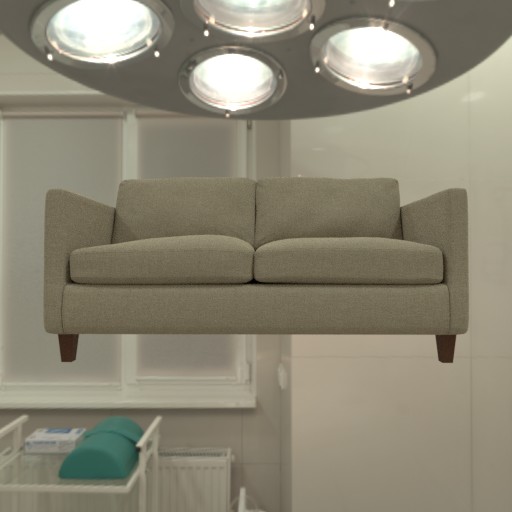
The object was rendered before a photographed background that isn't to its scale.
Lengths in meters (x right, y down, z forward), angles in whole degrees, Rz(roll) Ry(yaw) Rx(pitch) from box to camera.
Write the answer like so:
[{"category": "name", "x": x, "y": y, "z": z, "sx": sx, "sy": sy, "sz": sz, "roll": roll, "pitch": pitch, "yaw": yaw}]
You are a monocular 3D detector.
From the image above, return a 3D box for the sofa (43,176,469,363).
[{"category": "sofa", "x": 0.000, "y": 0.000, "z": 2.376, "sx": 1.884, "sy": 0.947, "sz": 0.951, "roll": 0, "pitch": -1, "yaw": 1}]
